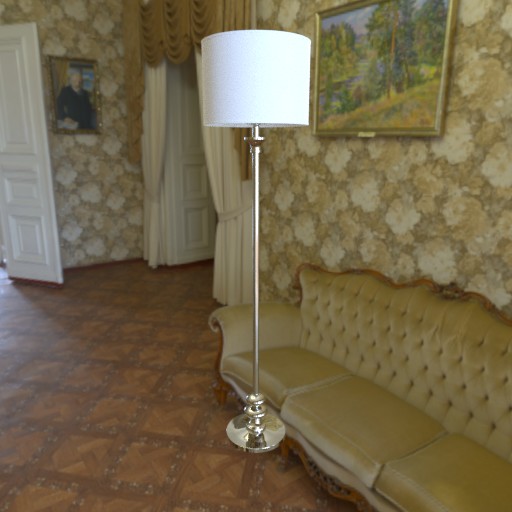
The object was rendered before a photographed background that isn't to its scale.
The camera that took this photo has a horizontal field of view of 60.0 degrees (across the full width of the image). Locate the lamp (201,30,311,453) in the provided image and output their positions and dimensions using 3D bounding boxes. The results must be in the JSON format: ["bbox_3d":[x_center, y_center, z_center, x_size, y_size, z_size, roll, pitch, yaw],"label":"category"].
[{"bbox_3d":[0.000,0.000,1.625,0.356,1.487,0.356,2,14,8],"label":"lamp"}]
